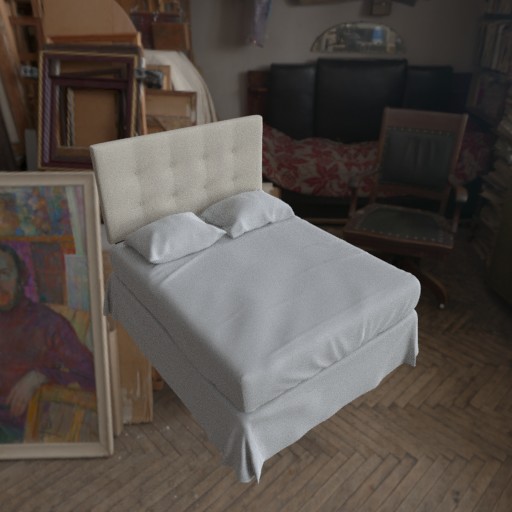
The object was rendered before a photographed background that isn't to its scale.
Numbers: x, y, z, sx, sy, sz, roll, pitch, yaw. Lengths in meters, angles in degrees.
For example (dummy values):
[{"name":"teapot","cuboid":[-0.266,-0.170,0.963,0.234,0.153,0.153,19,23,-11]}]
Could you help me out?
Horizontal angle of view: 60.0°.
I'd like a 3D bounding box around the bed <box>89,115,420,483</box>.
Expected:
[{"name":"bed","cuboid":[0.000,0.000,3.478,1.936,1.577,2.222,-22,37,-32]}]
